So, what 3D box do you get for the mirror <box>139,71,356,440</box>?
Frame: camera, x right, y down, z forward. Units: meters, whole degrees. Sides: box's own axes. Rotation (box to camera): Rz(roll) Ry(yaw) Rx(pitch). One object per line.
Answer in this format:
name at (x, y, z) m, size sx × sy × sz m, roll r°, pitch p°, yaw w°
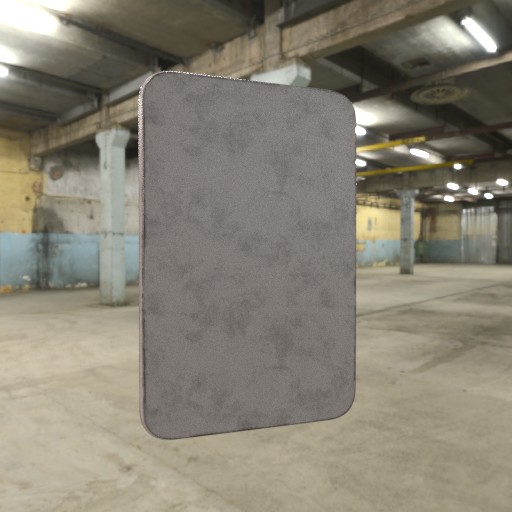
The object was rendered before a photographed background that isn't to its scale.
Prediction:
mirror at (0.000, 0.000, 0.902) m, size 0.461 × 0.713 × 0.024 m, roll 0°, pitch 1°, yaw -18°
